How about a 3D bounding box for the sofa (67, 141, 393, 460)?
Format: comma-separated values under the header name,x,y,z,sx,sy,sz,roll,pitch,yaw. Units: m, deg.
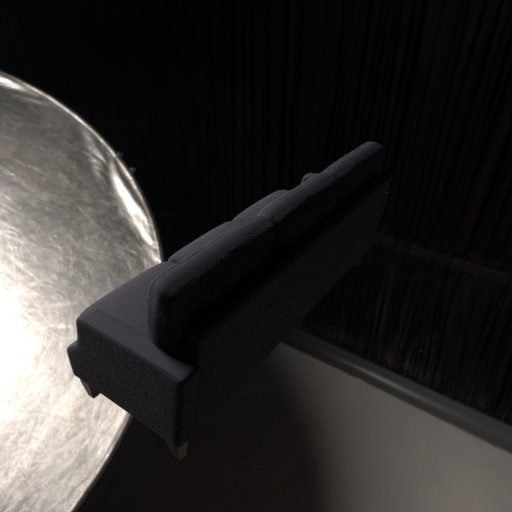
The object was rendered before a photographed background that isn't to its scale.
name,x,y,z,sx,sy,sz,roll,pitch,yaw
sofa,0.000,0.000,2.632,0.888,0.984,2.115,20,37,29
